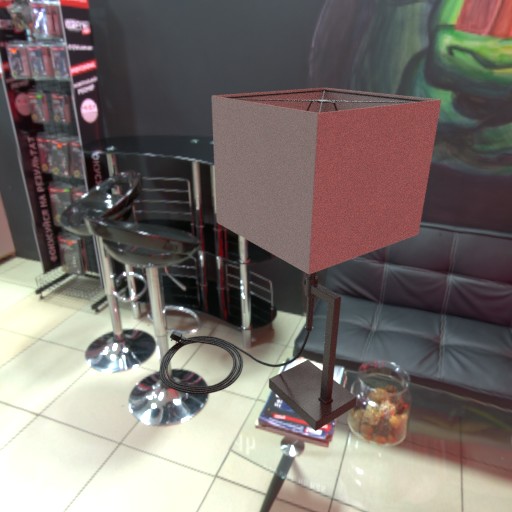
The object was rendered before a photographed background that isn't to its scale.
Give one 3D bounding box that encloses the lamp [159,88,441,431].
[{"bbox_3d":[0.000,0.000,0.959,0.399,0.660,0.504,-17,30,-32],"label":"lamp"}]
